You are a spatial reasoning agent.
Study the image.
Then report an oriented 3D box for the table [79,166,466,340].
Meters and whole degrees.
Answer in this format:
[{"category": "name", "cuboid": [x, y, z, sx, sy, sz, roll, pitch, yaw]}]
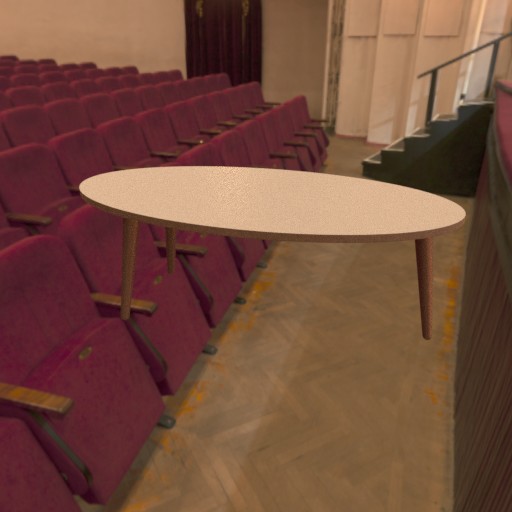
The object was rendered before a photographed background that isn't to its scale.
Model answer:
[{"category": "table", "cuboid": [0.000, 0.000, 1.322, 1.083, 0.390, 0.542, 7, 26, 15]}]
